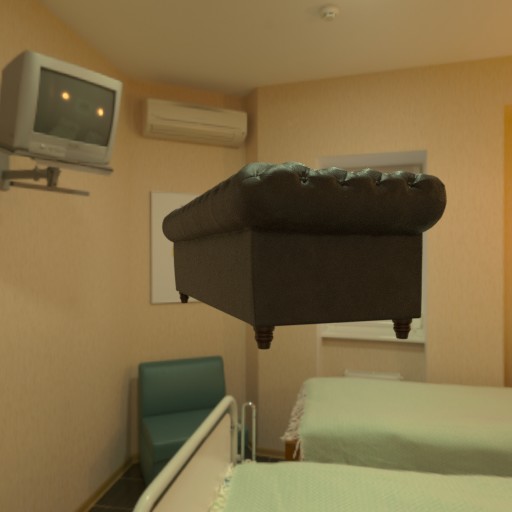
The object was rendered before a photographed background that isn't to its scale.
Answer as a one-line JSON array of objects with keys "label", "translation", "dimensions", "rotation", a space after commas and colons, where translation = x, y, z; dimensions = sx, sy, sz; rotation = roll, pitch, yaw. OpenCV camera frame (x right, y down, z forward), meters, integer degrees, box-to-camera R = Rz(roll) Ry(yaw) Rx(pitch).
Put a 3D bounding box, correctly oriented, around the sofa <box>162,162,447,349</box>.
[{"label": "sofa", "translation": [0.000, 0.000, 2.862], "dimensions": [0.944, 0.783, 2.385], "rotation": [0, 0, -19]}]
